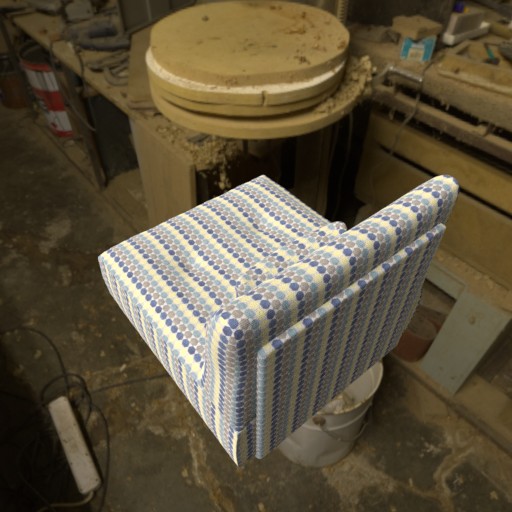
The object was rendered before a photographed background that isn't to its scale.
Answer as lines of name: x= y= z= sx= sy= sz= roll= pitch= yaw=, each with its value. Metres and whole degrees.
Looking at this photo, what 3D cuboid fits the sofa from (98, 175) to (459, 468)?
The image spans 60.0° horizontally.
sofa: x=0.000 y=0.000 z=1.712 sx=0.930 sy=0.830 sz=1.000 roll=-30 pitch=53 yaw=-26
